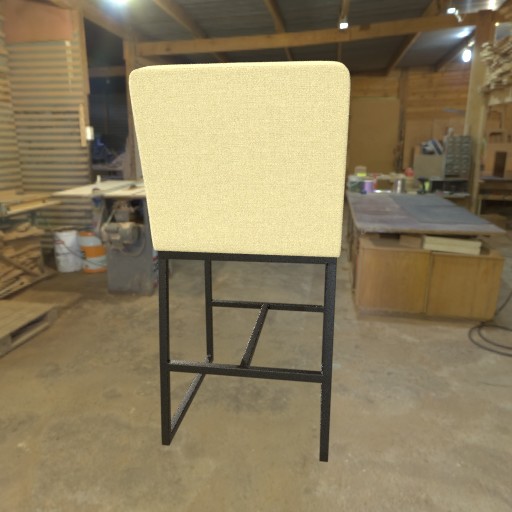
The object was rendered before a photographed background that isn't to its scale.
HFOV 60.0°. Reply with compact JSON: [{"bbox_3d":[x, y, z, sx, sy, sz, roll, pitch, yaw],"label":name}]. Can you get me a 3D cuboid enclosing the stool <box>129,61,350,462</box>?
[{"bbox_3d":[0.000,0.000,1.254,0.460,0.940,0.560,2,15,8],"label":"stool"}]
